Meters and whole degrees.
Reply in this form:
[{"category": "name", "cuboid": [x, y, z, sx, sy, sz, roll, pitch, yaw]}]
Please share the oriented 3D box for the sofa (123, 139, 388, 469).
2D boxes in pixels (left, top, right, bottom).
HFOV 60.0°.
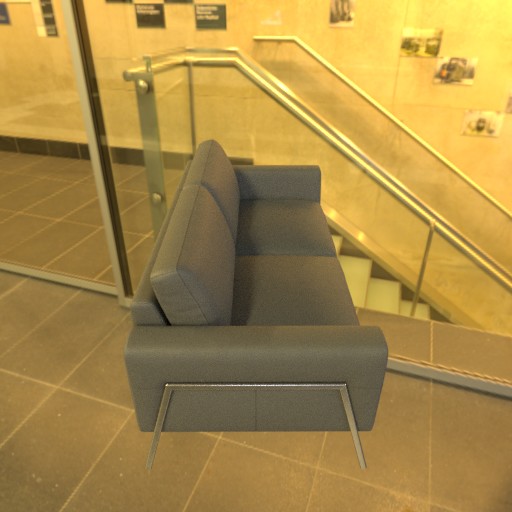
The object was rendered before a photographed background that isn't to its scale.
[{"category": "sofa", "cuboid": [0.000, 0.000, 2.496, 0.953, 0.875, 2.017, 0, 30, 0]}]
